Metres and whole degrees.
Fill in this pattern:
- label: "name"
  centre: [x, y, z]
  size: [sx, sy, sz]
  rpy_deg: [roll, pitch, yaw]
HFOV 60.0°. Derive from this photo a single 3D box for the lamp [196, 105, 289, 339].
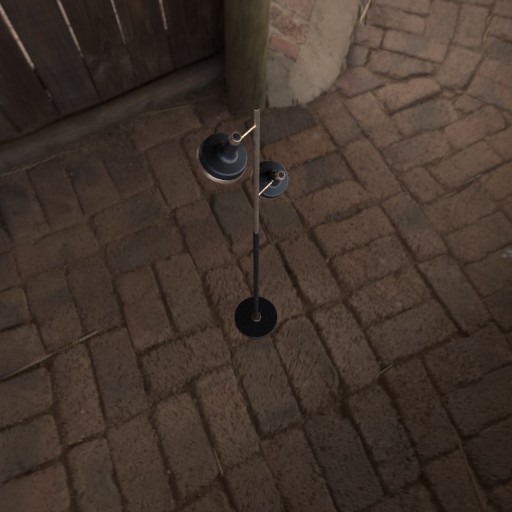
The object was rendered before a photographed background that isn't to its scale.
- label: "lamp"
  centre: [0.000, 0.000, 1.838]
  size: [0.253, 1.674, 0.351]
  rpy_deg: [39, 70, 17]
